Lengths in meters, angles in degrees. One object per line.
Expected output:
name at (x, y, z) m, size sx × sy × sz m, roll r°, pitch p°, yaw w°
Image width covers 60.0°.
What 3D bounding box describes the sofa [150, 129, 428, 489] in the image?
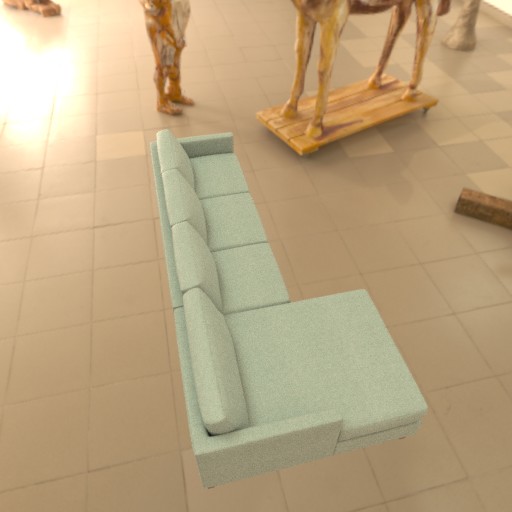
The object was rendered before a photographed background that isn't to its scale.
sofa at (0.000, 0.000, 4.032) m, size 1.600 × 0.953 × 3.470 m, roll -10°, pitch 47°, yaw -9°
